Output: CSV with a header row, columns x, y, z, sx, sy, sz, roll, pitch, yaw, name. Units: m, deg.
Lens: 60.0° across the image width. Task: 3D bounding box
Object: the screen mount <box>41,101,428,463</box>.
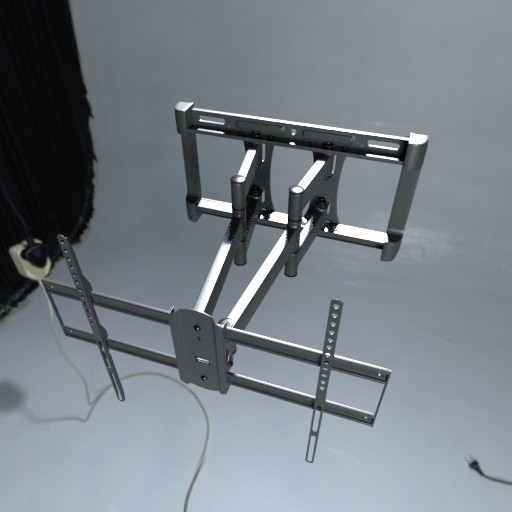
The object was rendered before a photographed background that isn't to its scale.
x,y,z,sx,sy,sz,roll,pitch,yaw,name
0.000,0.000,1.043,0.661,0.491,0.644,12,43,14,screen mount
